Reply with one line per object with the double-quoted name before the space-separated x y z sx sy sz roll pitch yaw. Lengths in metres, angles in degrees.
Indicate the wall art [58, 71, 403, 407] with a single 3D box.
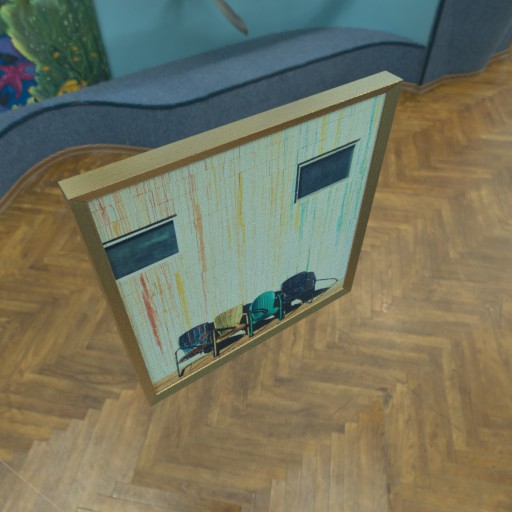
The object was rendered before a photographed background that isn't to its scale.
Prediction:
"wall art" 0.000 0.000 0.761 0.505 0.505 0.037 -26 52 -22
